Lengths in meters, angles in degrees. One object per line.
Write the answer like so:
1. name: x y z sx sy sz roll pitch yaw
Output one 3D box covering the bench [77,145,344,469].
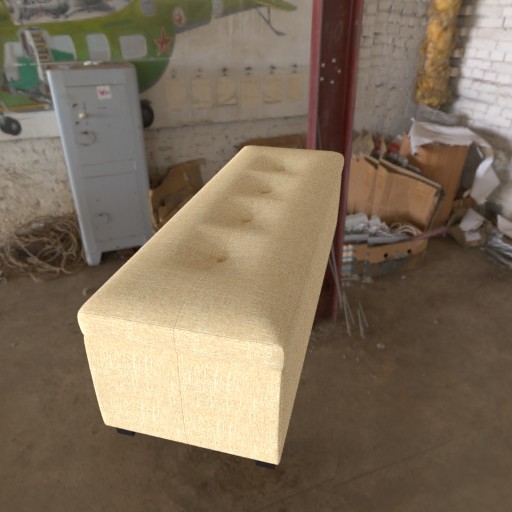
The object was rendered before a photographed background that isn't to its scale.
1. bench: 0.000 0.000 1.422 0.432 0.406 1.219 7 30 13
